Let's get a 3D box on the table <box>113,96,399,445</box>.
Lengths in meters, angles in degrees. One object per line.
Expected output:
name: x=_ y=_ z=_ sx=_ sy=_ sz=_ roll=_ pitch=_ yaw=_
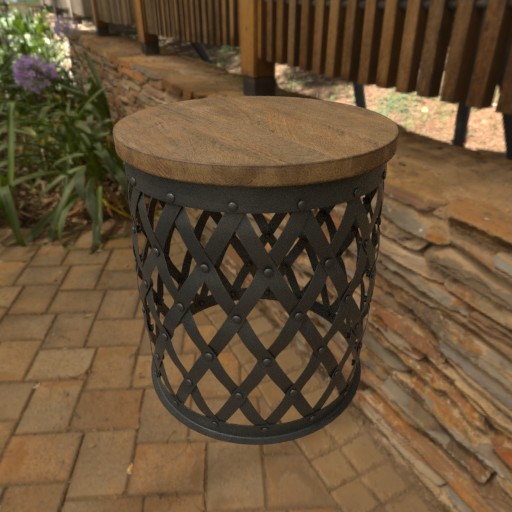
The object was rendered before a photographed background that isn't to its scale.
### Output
table: x=0.000 y=0.000 z=0.761 sx=0.405 sy=0.454 sz=0.405 roll=0 pitch=30 yaw=0
